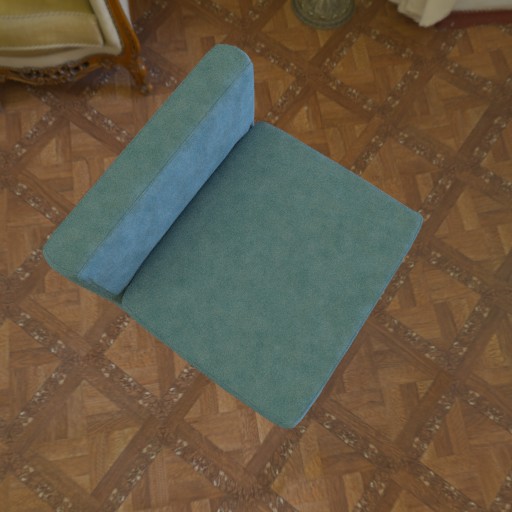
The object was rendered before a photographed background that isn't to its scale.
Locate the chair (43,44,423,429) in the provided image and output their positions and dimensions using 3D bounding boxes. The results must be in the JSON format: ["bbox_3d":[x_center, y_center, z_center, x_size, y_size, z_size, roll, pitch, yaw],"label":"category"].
[{"bbox_3d":[0.000,0.000,1.249,0.685,0.660,0.684,34,77,9],"label":"chair"}]
